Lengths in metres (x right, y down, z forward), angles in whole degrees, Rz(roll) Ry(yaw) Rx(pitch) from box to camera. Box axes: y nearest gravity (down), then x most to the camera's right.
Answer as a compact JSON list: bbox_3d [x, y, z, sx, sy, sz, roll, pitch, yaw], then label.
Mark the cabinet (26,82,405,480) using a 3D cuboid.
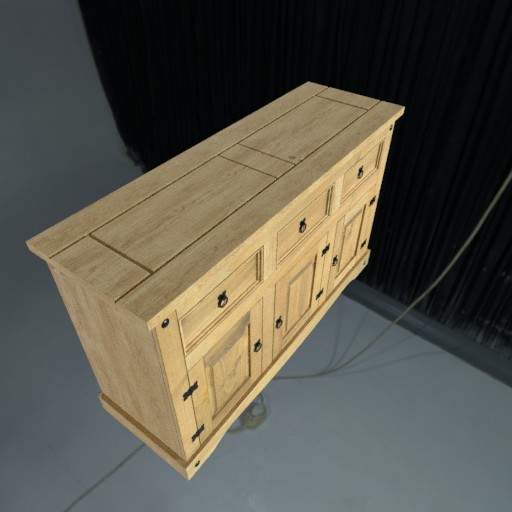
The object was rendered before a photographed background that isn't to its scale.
[{"bbox_3d":[0.000,0.000,1.661,0.432,0.810,1.321,26,48,26],"label":"cabinet"}]
